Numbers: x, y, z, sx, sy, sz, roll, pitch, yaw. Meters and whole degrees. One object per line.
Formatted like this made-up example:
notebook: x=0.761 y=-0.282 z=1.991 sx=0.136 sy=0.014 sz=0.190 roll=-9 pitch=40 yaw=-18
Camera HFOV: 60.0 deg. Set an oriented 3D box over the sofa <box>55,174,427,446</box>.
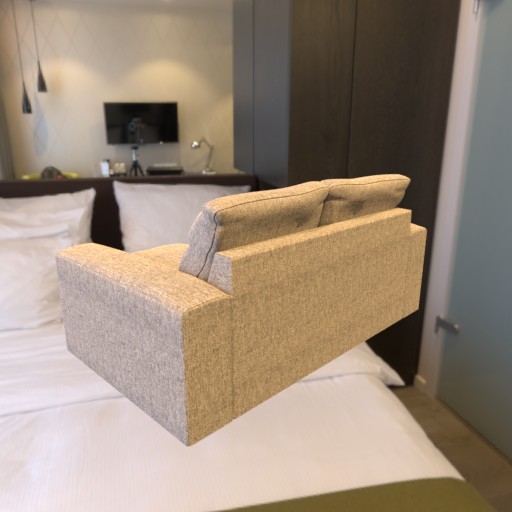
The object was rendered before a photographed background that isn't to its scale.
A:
sofa: x=0.000 y=0.000 z=2.398 sx=1.094 sy=0.877 sz=1.758 roll=15 pitch=22 yaw=43
